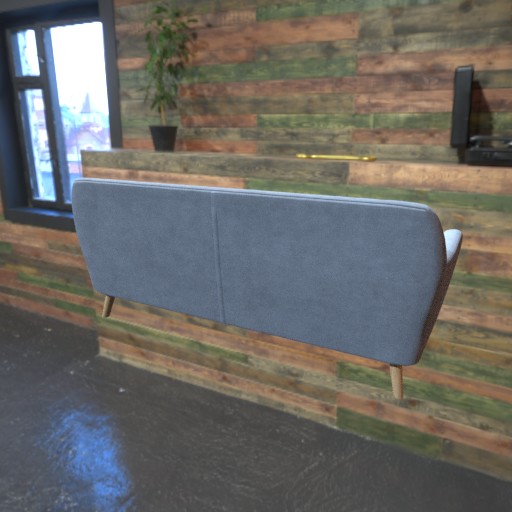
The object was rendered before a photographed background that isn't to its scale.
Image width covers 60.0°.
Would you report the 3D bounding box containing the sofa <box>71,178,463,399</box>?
[{"bbox_3d":[0.000,0.000,2.400,1.970,0.830,0.830,9,18,28],"label":"sofa"}]
